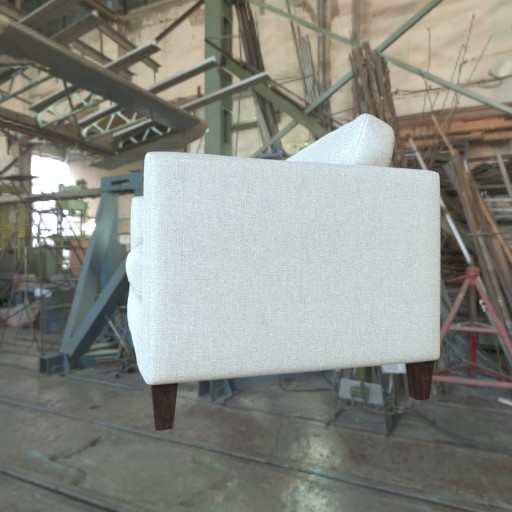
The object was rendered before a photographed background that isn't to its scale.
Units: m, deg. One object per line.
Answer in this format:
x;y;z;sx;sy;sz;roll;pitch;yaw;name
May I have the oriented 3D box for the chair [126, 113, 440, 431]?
0.000;0.000;1.722;0.959;0.919;0.996;0;0;-18;chair
